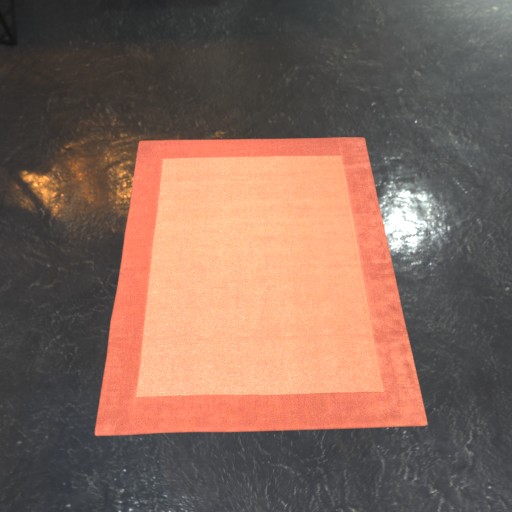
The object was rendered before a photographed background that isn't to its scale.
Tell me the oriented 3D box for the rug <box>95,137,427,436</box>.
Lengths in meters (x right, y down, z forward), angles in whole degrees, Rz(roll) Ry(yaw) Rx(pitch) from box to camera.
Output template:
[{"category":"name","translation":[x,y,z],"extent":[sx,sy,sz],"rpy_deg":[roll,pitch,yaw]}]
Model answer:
[{"category":"rug","translation":[0.000,0.000,3.986],"extent":[2.430,0.018,2.976],"rpy_deg":[-1,58,-1]}]
